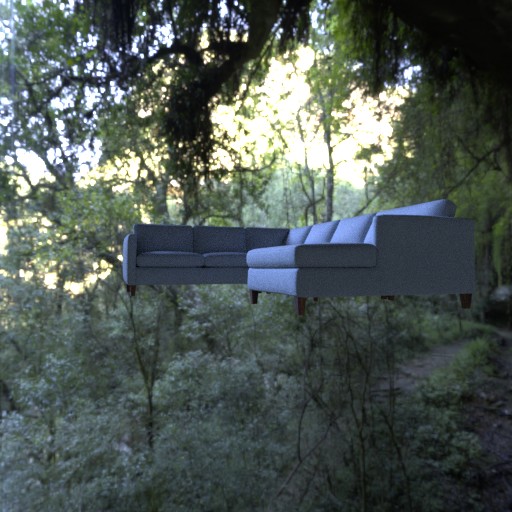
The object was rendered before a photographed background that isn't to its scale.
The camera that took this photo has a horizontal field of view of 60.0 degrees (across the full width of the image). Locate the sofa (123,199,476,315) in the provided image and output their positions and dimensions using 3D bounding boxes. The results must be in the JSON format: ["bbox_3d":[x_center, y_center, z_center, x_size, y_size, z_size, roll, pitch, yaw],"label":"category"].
[{"bbox_3d":[0.000,0.000,4.657,2.551,0.889,3.403,0,-1,-19],"label":"sofa"}]
